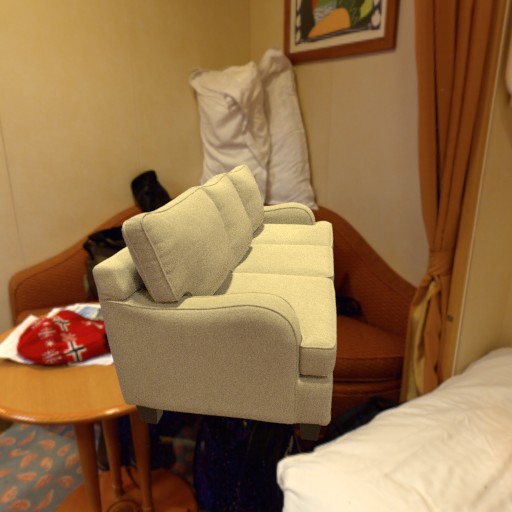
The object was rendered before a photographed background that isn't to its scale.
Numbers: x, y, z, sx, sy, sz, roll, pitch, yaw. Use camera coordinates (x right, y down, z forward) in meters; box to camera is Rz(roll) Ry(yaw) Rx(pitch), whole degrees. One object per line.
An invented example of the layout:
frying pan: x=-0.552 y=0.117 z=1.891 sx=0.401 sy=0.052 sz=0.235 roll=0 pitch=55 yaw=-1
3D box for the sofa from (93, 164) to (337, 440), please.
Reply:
sofa: x=0.000 y=0.000 z=2.896 sx=1.016 sy=0.991 sz=2.323 roll=3 pitch=17 yaw=8
